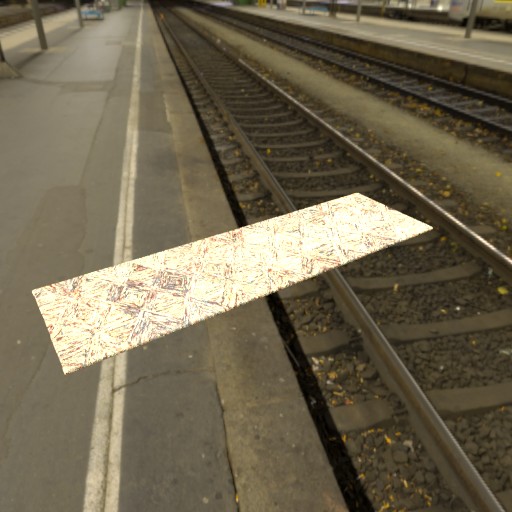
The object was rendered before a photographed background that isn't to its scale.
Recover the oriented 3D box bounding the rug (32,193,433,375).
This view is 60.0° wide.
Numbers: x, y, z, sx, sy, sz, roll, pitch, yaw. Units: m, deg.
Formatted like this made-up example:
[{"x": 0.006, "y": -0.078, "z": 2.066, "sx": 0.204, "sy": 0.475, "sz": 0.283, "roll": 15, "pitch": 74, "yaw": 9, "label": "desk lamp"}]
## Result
[{"x": 0.000, "y": 0.000, "z": 2.559, "sx": 2.292, "sy": 0.015, "sz": 0.688, "roll": -19, "pitch": 36, "yaw": -28, "label": "rug"}]
